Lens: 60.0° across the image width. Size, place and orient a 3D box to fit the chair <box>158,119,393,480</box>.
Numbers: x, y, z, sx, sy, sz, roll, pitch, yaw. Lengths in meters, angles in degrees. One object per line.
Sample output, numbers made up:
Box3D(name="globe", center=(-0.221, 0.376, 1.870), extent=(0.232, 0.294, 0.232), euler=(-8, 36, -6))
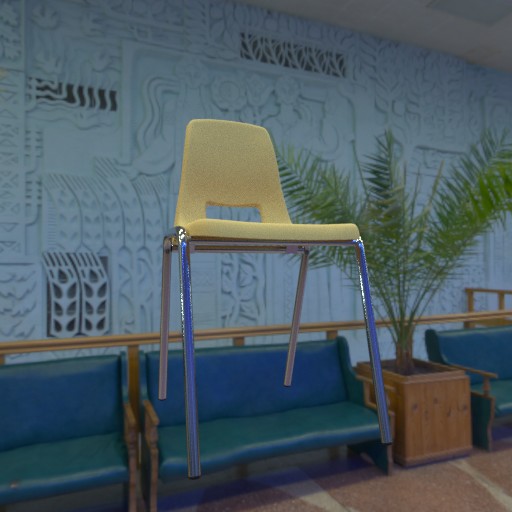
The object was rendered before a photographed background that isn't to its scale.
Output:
Box3D(name="chair", center=(0.000, 0.000, 0.953), extent=(0.381, 0.704, 0.436), euler=(0, -1, -20))
